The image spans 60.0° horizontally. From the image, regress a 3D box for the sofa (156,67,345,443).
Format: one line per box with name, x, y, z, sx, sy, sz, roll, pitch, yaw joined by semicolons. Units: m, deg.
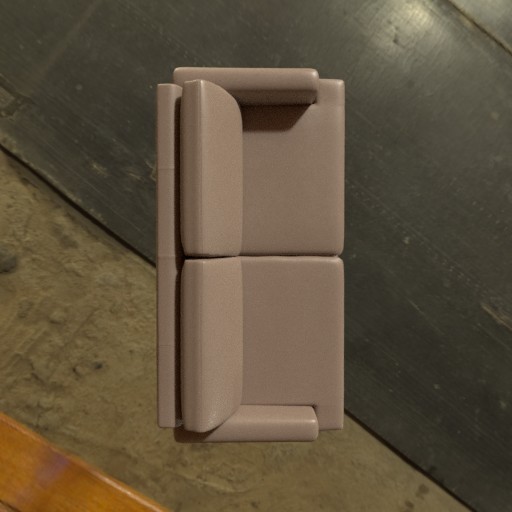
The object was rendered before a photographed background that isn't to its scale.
sofa;0.000;0.000;2.400;0.974;0.765;1.940;0;91;-1
